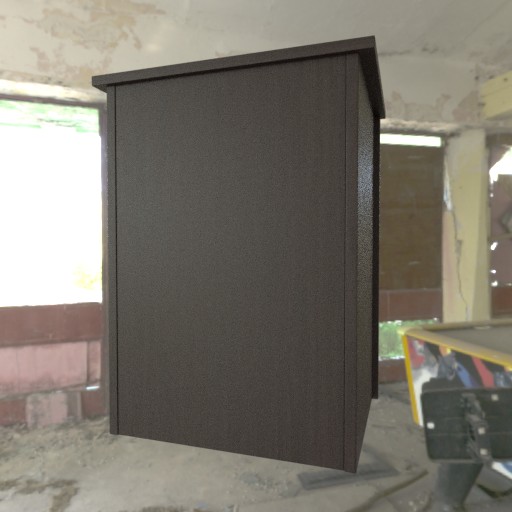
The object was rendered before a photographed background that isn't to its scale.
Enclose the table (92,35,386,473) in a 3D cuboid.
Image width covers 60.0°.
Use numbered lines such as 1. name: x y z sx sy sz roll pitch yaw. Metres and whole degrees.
1. table: 0.000 0.000 0.888 0.480 0.635 0.381 1 2 19
